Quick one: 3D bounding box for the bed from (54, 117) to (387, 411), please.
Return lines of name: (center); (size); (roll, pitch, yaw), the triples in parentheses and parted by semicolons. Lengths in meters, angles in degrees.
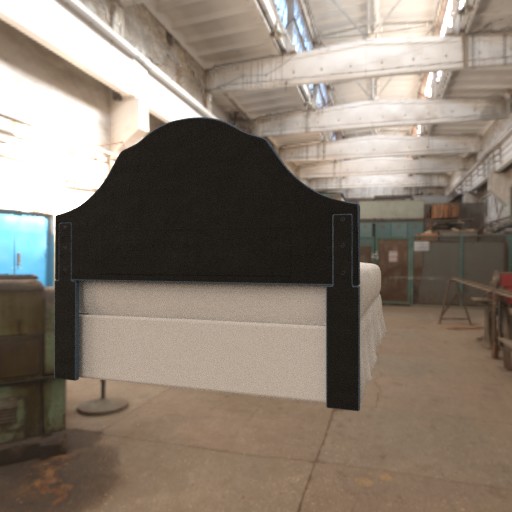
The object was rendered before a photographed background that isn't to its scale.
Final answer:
bed: (0.000, 0.000, 3.763); (2.039, 1.617, 2.477); (0, 0, 19)
